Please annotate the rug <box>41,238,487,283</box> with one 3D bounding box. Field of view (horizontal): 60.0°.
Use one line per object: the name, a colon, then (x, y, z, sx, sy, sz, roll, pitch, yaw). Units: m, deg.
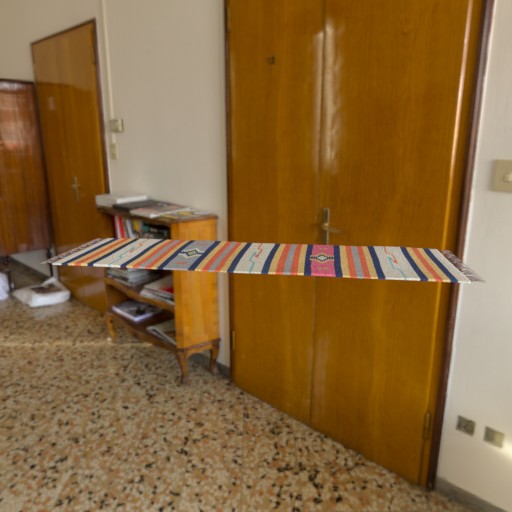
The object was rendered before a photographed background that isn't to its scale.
rug: (0.000, 0.000, 2.734, 2.455, 0.017, 0.695, 2, 15, 8)
